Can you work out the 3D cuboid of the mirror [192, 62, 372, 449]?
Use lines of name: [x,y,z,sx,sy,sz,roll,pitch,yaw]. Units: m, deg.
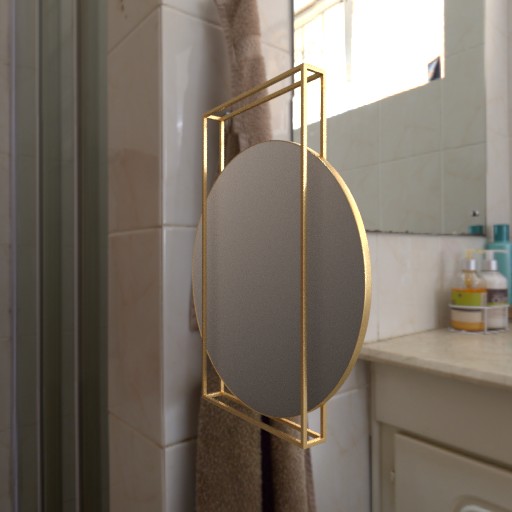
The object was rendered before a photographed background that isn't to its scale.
mirror: [0.000,0.000,0.831,0.051,0.603,0.508,0,0,-37]
